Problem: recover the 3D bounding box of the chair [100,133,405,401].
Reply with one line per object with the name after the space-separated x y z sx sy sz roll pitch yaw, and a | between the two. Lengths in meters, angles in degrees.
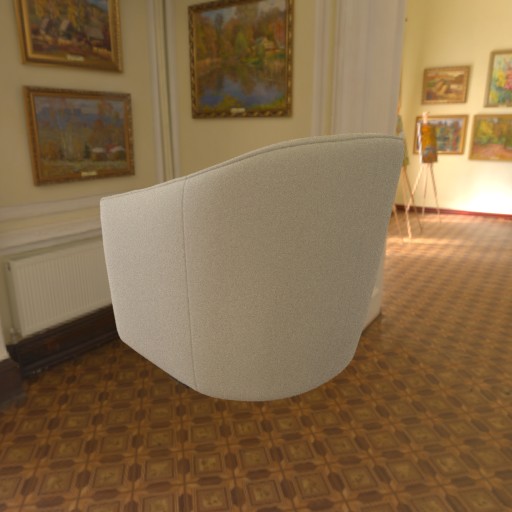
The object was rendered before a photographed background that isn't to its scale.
0.000 0.000 1.486 0.747 0.799 0.875 -14 21 -41 | chair
